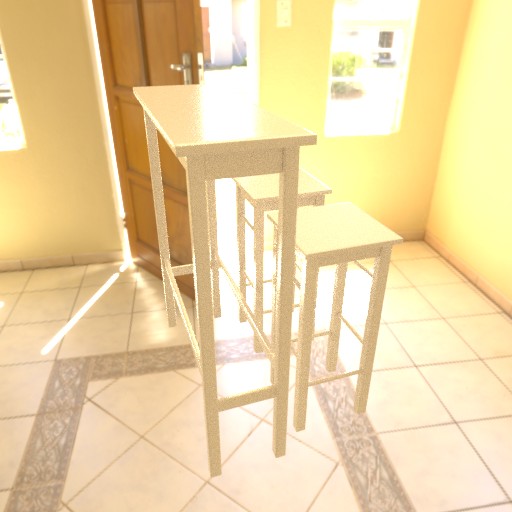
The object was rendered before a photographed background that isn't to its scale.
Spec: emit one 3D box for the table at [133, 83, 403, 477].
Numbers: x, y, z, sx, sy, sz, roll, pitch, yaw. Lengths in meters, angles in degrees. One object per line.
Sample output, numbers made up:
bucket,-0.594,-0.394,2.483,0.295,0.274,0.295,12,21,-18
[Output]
table,0.000,0.000,1.600,0.650,1.065,0.915,-9,29,-17
